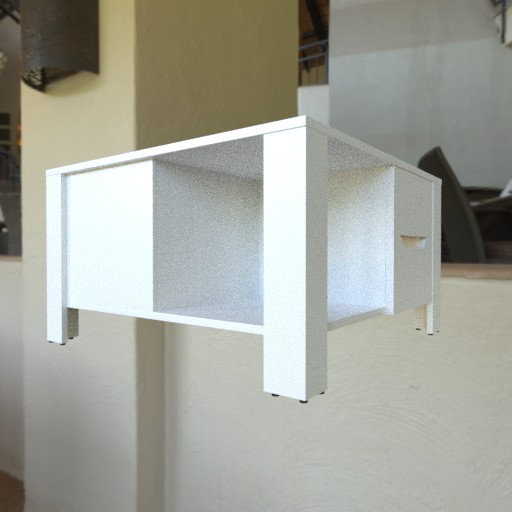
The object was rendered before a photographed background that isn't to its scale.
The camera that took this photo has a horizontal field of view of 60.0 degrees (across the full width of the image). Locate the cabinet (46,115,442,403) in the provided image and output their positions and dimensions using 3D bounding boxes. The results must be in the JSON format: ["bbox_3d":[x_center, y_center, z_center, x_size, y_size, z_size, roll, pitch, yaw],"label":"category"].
[{"bbox_3d":[0.000,0.000,1.261,0.800,0.460,0.800,1,1,37],"label":"cabinet"}]
